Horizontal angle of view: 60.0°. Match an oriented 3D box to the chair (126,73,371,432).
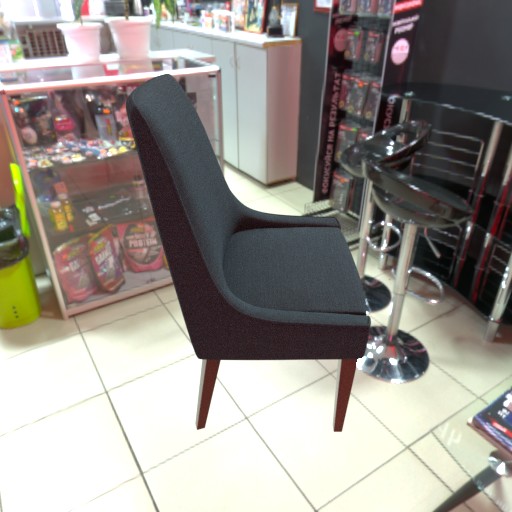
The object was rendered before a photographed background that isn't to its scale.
[{"bbox_3d":[0.000,0.000,1.183,0.544,0.861,0.529,0,32,0],"label":"chair"}]
